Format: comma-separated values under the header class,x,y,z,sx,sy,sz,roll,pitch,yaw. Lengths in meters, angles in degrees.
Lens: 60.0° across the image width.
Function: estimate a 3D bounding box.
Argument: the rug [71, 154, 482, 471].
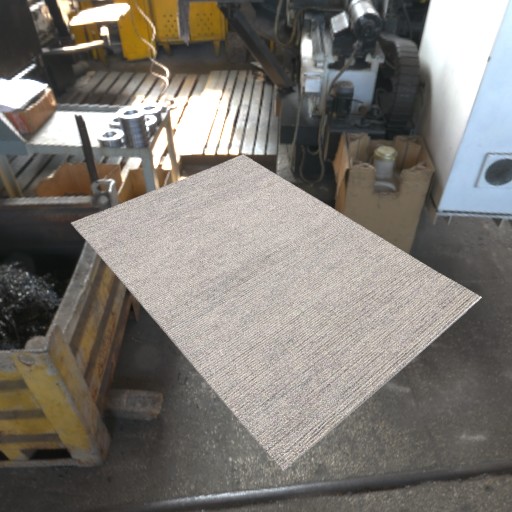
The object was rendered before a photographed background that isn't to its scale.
class,x,y,z,sx,sy,sz,roll,pitch,yaw
rug,0.000,0.000,2.930,1.604,0.030,2.307,-28,48,-29
